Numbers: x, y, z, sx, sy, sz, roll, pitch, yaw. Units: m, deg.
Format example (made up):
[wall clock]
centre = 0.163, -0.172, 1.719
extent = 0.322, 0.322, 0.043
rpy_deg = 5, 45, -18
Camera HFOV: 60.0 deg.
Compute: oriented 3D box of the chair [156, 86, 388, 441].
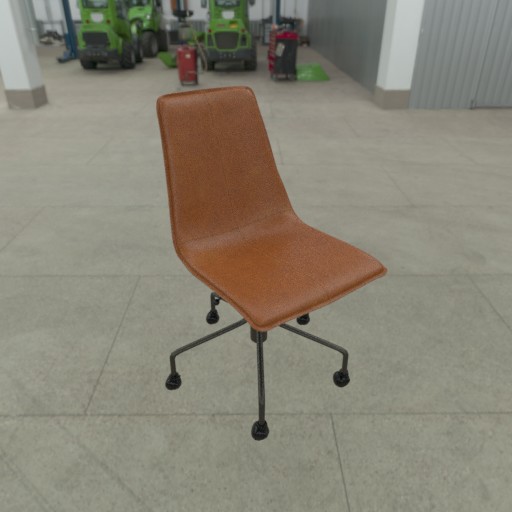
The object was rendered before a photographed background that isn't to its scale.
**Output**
[chair]
centre = 0.000, 0.000, 1.399
extent = 0.651, 0.920, 0.660
rpy_deg = -20, 36, -30
